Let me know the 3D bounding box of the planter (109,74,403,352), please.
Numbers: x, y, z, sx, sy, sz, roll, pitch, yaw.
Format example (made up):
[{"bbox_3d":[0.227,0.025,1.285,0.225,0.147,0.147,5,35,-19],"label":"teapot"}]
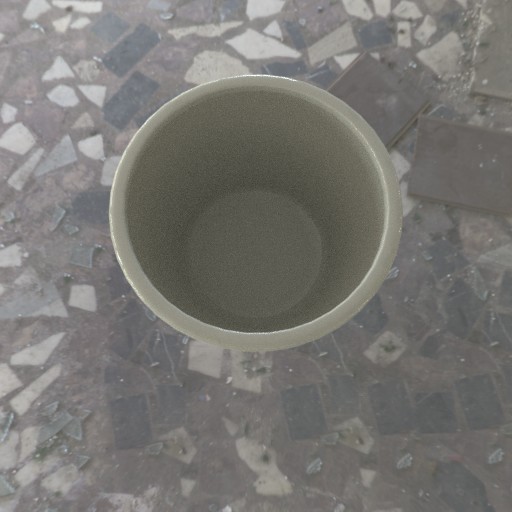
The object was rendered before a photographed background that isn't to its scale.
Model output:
[{"bbox_3d":[0.000,0.000,0.484,0.217,0.331,0.217,-40,79,-9],"label":"planter"}]
